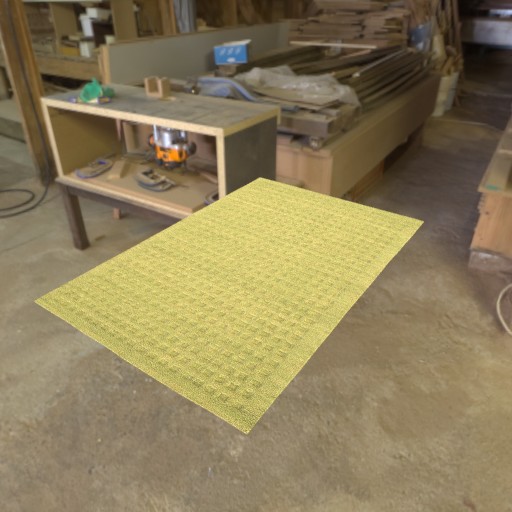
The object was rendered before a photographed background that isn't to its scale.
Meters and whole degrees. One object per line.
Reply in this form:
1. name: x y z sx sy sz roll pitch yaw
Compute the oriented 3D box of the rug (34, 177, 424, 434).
1. rug: 0.000 0.000 2.975 1.529 0.007 2.297 21 38 29
